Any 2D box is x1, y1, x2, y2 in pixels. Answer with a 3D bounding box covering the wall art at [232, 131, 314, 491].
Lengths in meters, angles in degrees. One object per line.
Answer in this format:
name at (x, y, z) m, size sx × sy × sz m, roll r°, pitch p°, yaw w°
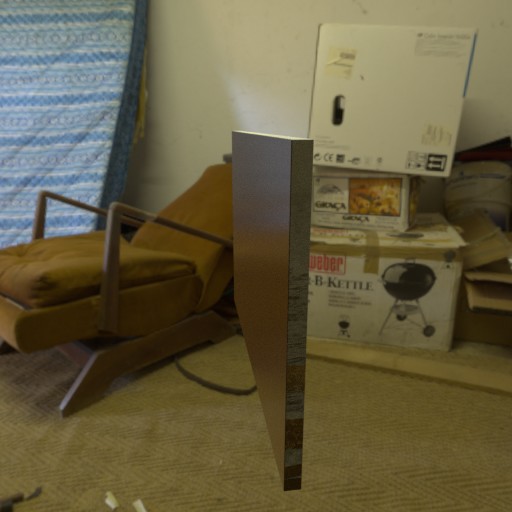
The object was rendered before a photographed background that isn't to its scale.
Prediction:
wall art at (0.000, 0.000, 1.429) m, size 0.041 × 0.762 × 1.145 m, roll -2°, pitch 17°, yaw -8°
